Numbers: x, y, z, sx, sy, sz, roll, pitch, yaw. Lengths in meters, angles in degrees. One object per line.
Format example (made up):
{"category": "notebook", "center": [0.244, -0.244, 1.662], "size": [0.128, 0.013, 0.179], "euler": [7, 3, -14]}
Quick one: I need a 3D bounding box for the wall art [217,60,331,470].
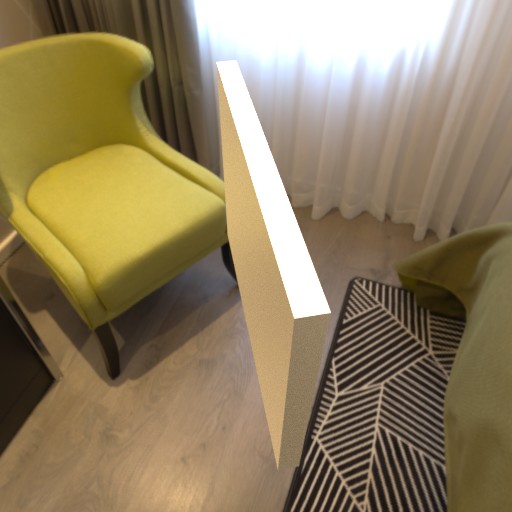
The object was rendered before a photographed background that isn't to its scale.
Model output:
{"category": "wall art", "center": [0.000, 0.000, 1.424], "size": [0.066, 0.801, 1.056], "euler": [-8, 47, -7]}
